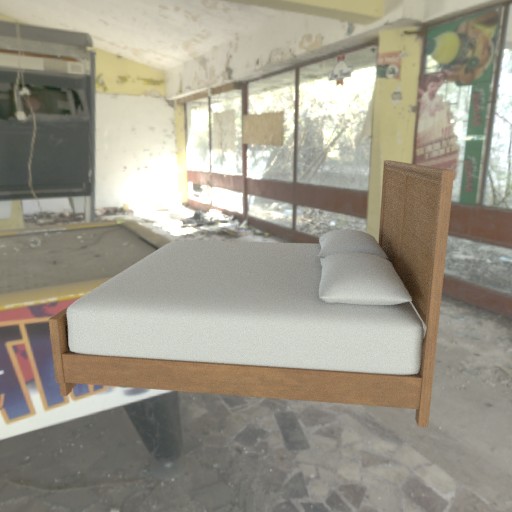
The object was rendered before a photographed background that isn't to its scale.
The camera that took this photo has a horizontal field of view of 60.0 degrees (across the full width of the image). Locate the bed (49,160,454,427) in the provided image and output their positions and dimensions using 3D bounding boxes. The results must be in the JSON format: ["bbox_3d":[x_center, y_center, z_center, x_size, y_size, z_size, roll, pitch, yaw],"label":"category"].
[{"bbox_3d":[0.000,0.000,3.381,2.184,1.387,2.003,2,14,8],"label":"bed"}]
